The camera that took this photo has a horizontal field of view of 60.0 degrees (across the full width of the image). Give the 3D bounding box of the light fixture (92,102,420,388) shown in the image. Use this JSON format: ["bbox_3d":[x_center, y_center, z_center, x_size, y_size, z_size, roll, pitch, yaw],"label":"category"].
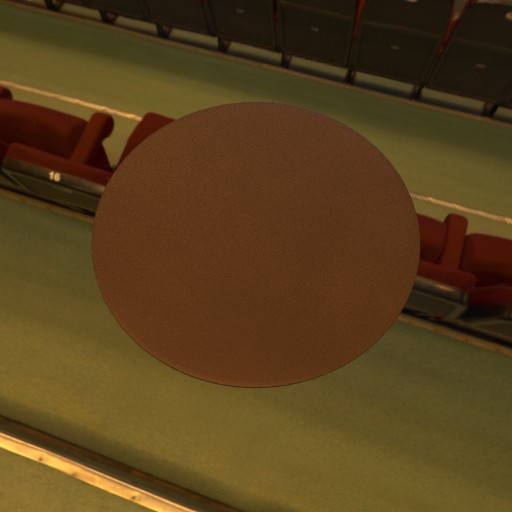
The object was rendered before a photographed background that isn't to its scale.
[{"bbox_3d":[0.000,0.000,0.441,0.280,0.135,0.280,0,63,0],"label":"light fixture"}]
